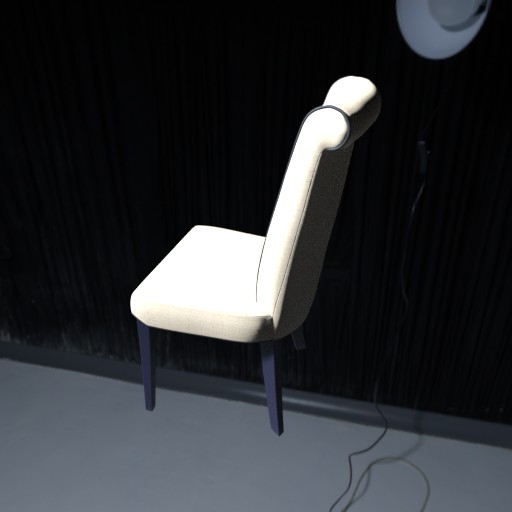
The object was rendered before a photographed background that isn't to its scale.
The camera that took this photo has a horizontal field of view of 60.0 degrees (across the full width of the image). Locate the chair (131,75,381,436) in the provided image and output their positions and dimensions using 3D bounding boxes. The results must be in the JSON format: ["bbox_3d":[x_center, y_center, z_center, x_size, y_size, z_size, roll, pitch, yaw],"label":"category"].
[{"bbox_3d":[0.000,0.000,1.358,0.623,0.997,0.522,7,30,13],"label":"chair"}]
